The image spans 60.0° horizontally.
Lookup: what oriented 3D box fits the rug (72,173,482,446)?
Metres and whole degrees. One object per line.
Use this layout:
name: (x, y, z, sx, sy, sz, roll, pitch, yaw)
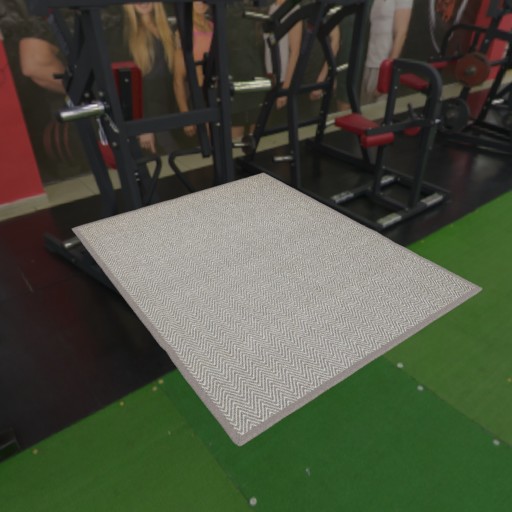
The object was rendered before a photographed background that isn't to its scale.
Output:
rug: (0.000, 0.000, 4.067, 2.434, 0.032, 3.007, -22, 39, -29)
